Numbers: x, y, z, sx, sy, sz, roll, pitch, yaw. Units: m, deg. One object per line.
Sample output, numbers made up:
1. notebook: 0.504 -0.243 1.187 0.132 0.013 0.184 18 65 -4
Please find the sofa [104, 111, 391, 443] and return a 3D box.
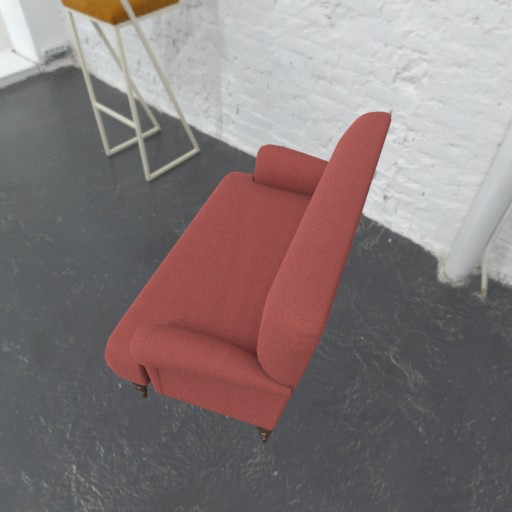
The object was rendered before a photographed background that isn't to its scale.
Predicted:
1. sofa: 0.000 0.000 1.849 0.779 0.889 1.297 15 47 14
